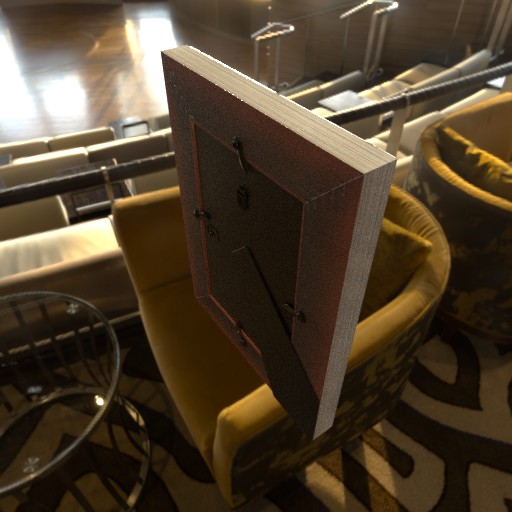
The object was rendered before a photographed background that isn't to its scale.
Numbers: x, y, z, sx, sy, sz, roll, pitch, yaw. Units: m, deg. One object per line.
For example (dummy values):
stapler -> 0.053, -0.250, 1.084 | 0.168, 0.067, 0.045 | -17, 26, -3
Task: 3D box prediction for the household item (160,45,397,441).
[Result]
household item -> 0.000, 0.000, 0.289 | 0.025, 0.216, 0.165 | -26, 49, -25
